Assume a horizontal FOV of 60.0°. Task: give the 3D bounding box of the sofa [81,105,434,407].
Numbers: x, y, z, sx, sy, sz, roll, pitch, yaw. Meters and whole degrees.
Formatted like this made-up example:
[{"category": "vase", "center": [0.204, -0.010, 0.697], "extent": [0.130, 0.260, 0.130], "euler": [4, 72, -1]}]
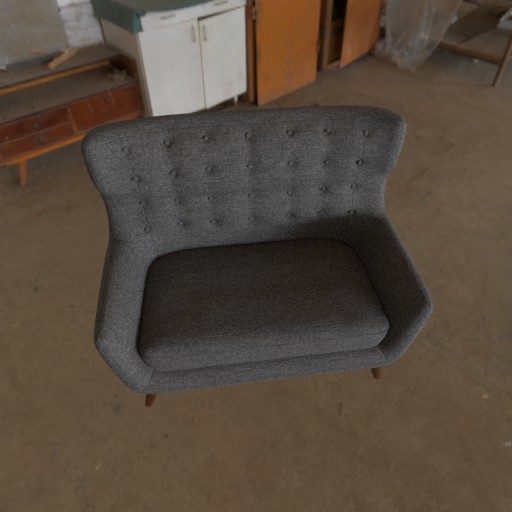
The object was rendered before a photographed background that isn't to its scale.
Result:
[{"category": "sofa", "center": [0.000, 0.000, 2.002], "extent": [1.358, 1.028, 0.874], "euler": [-5, 45, -5]}]
